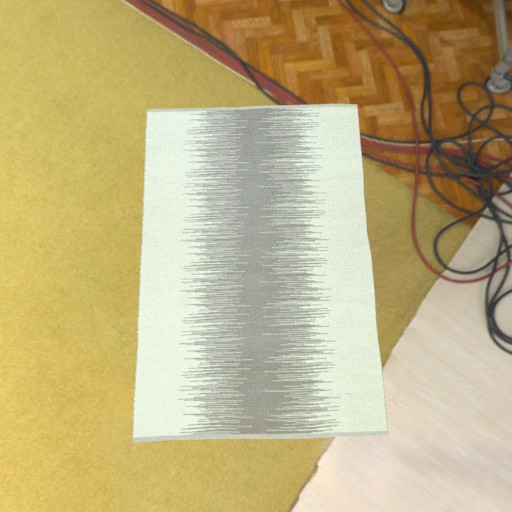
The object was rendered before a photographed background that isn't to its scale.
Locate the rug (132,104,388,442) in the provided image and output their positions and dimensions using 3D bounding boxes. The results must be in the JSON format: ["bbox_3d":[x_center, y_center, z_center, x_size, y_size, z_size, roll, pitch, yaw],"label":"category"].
[{"bbox_3d":[0.000,0.000,2.351,1.226,0.007,1.815,-1,75,0],"label":"rug"}]
